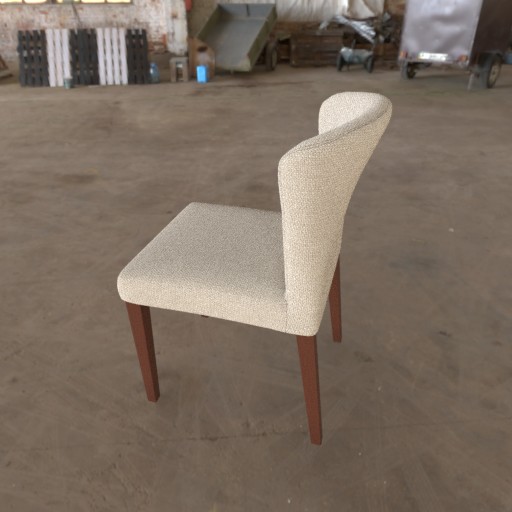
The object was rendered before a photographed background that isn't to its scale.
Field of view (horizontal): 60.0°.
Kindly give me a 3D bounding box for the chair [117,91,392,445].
[{"bbox_3d":[0.000,0.000,1.199,0.589,0.839,0.491,9,32,14],"label":"chair"}]
